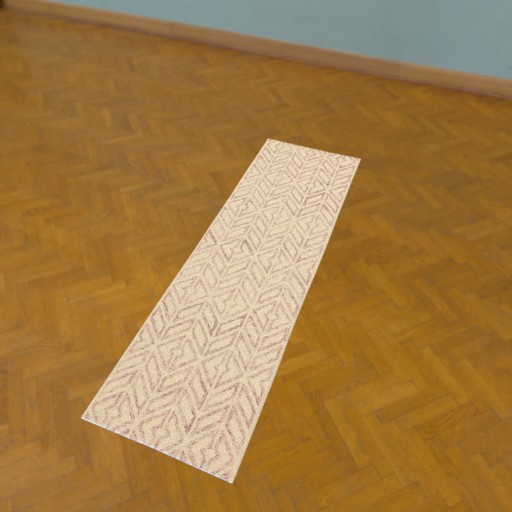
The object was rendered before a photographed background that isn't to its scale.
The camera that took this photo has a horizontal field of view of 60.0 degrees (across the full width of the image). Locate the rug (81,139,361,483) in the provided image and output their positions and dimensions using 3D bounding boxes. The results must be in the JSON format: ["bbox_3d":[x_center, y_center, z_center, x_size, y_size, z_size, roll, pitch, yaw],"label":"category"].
[{"bbox_3d":[0.000,0.000,2.682,0.750,0.009,2.435,16,50,14],"label":"rug"}]
